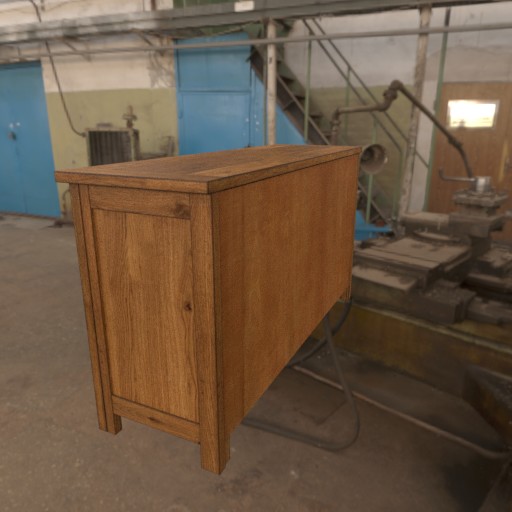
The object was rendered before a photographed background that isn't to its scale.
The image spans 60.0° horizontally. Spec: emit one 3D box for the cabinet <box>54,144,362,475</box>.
[{"bbox_3d":[0.000,0.000,1.820,0.480,0.813,1.474,8,19,25],"label":"cabinet"}]
